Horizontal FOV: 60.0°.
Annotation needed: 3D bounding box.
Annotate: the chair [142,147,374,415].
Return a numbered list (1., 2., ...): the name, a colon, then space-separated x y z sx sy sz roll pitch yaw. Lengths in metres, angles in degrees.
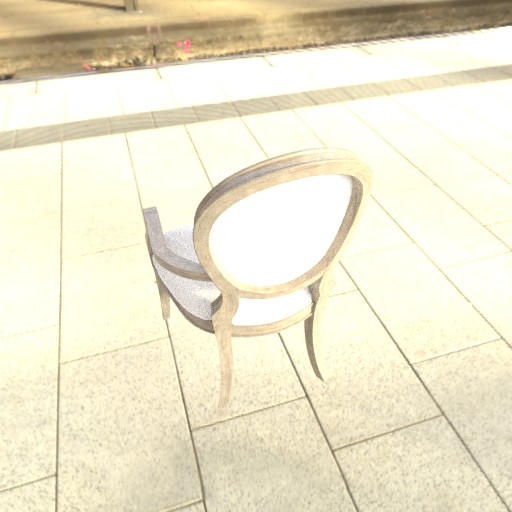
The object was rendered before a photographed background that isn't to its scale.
1. chair: 0.000 0.000 1.372 0.611 0.991 0.602 -13 43 -15
